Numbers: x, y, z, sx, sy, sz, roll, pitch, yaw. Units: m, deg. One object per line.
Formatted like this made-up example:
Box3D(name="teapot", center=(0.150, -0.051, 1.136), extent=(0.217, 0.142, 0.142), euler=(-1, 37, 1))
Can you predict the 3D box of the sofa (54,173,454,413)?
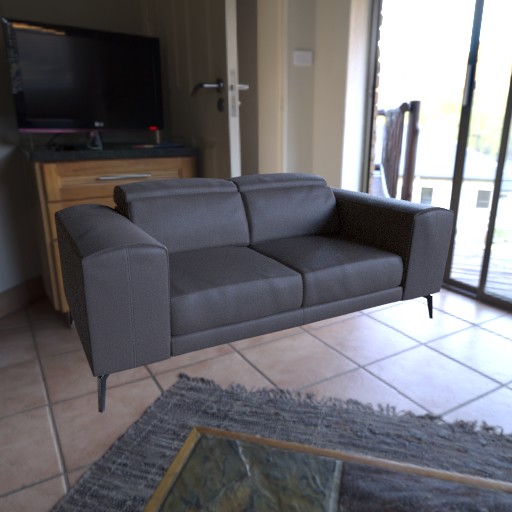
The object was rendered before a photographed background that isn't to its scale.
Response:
Box3D(name="sofa", center=(0.000, 0.000, 2.387), extent=(1.895, 0.779, 1.003), euler=(-9, 18, -27))
